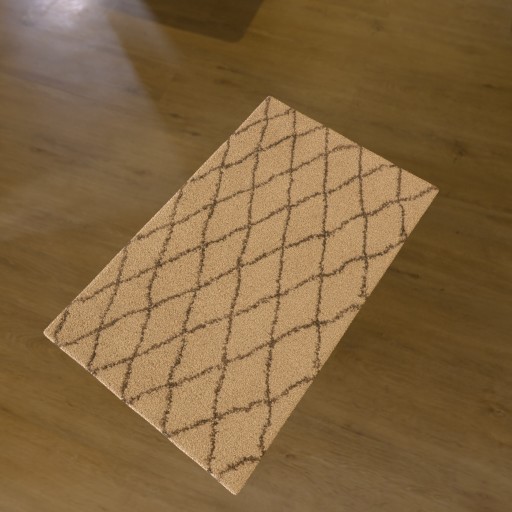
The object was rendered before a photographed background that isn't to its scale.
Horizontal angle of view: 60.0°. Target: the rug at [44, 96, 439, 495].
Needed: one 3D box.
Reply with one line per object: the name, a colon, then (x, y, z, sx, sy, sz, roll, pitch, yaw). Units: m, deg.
rug: (0.000, 0.000, 2.996, 1.524, 0.030, 2.438, 34, 69, 14)
